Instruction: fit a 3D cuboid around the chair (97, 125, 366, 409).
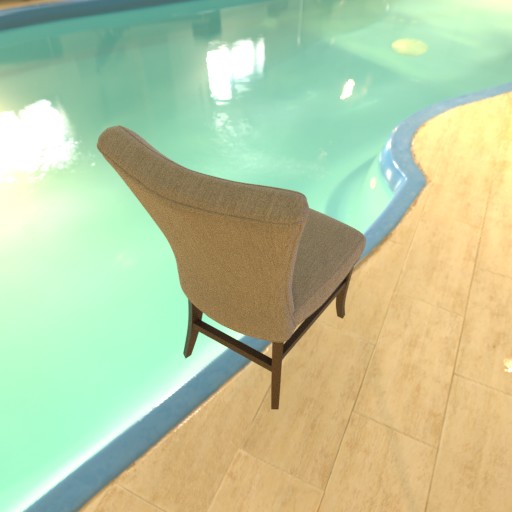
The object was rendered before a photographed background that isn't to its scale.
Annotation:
[{"bbox_3d":[0.000,0.000,1.393,0.520,0.991,0.660,24,51,21],"label":"chair"}]
